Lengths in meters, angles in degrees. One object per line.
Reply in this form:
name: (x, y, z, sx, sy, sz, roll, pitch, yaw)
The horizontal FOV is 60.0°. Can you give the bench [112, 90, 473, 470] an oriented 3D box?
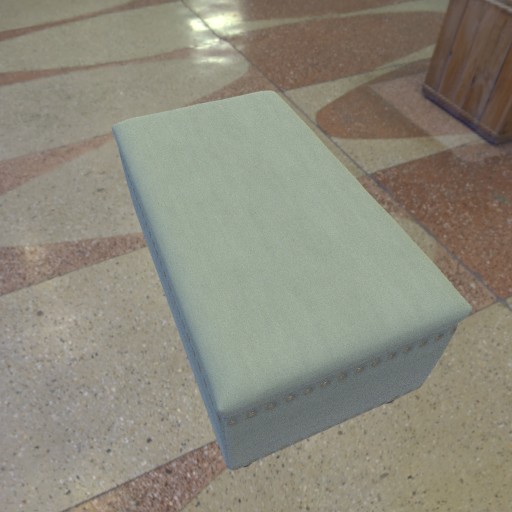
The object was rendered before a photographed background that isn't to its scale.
bench: (0.000, 0.000, 1.165, 0.500, 0.449, 0.887, -17, 50, -15)
